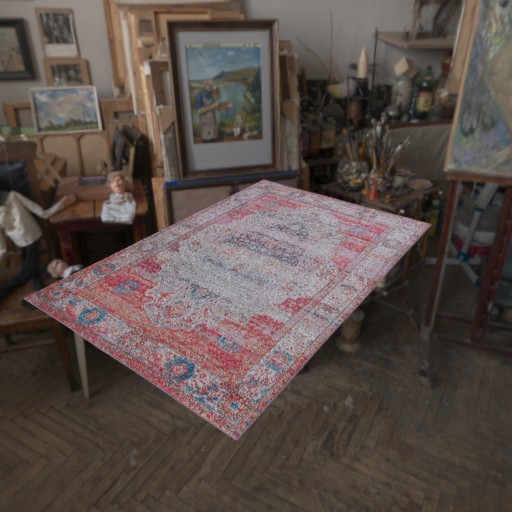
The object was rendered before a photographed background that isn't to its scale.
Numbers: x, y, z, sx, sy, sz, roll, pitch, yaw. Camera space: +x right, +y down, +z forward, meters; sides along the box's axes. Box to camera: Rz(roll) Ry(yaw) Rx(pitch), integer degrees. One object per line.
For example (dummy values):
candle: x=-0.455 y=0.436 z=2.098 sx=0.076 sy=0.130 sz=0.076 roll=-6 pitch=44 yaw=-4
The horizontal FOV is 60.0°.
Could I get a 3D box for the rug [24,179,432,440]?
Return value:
rug: x=0.000 y=0.000 z=2.290 sx=1.219 sy=0.006 sz=1.829 roll=21 pitch=37 yaw=31
